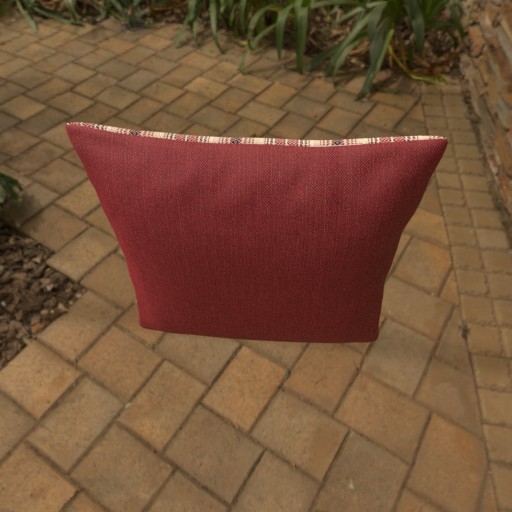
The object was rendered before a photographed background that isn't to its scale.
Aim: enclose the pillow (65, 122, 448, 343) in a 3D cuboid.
[{"bbox_3d":[0.000,0.000,0.767,0.513,0.497,0.166,3,48,3],"label":"pillow"}]
